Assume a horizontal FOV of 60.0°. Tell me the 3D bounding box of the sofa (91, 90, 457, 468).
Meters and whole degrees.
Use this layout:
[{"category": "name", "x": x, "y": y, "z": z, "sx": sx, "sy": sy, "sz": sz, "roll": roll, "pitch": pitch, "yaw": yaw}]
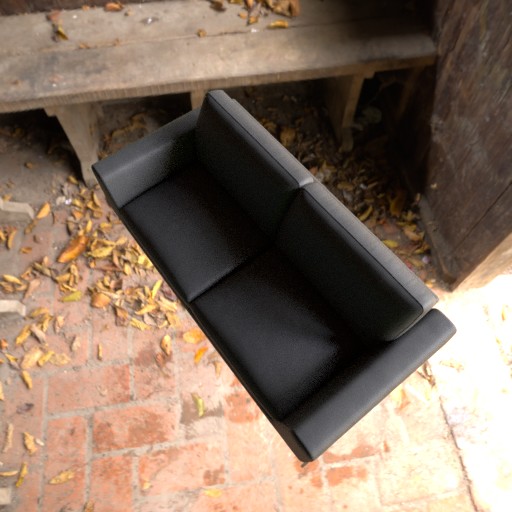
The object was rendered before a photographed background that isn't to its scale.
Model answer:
[{"category": "sofa", "x": 0.000, "y": 0.000, "z": 2.526, "sx": 0.953, "sy": 0.875, "sz": 2.017, "roll": -34, "pitch": 68, "yaw": -16}]
